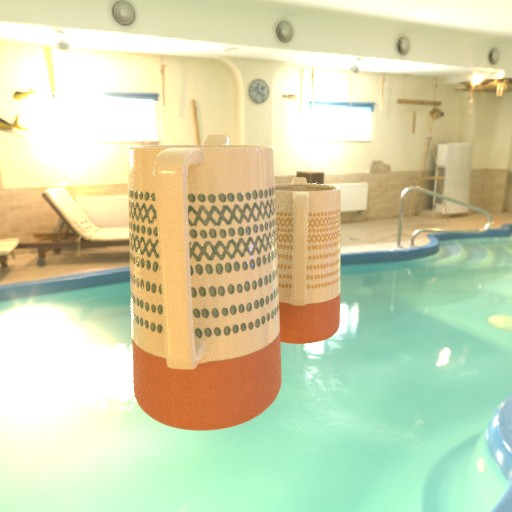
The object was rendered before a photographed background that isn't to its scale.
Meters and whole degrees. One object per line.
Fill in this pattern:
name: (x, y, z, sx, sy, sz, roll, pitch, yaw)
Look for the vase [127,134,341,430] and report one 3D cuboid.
vase: (0.000, 0.000, 0.467, 0.168, 0.247, 0.326, 14, 21, 43)
